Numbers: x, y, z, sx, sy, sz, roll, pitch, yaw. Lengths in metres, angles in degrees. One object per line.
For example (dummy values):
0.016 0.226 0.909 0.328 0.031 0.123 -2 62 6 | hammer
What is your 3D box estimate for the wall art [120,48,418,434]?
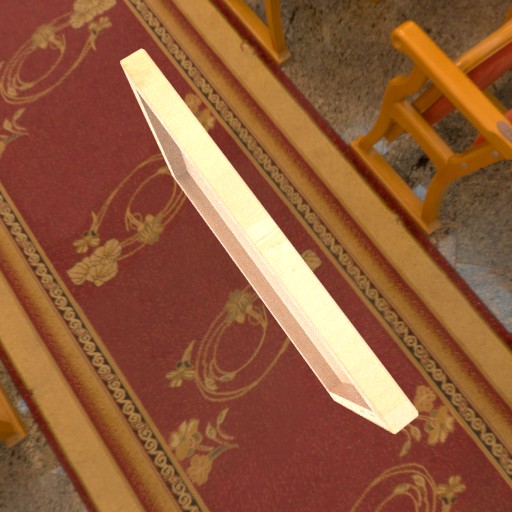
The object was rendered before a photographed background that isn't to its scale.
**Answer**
0.000 0.000 0.773 0.040 0.402 0.613 -35 79 -7 | wall art
